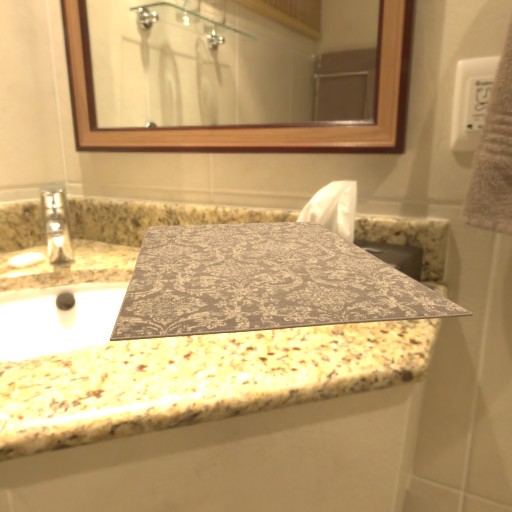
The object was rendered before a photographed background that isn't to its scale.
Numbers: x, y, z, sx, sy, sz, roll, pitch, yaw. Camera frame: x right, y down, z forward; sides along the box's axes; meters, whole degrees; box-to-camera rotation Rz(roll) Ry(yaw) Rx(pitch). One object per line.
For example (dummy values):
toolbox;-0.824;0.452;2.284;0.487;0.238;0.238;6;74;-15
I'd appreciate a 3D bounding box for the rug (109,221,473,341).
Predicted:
rug;0.000;0.000;3.454;1.819;0.018;2.746;-2;15;-9
